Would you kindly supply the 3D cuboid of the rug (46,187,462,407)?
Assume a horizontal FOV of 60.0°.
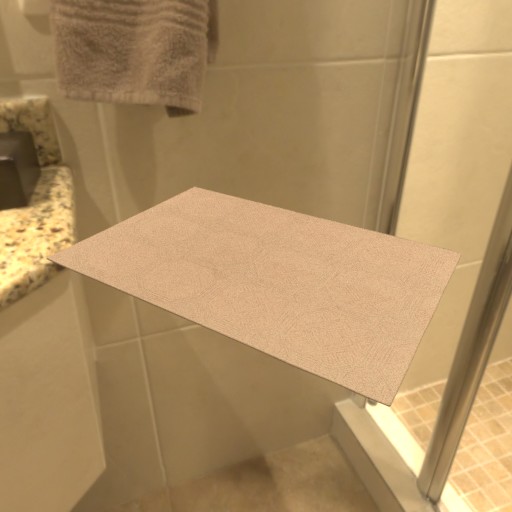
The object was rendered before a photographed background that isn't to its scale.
[{"bbox_3d":[0.000,0.000,2.353,1.839,0.009,1.236,18,34,28],"label":"rug"}]
